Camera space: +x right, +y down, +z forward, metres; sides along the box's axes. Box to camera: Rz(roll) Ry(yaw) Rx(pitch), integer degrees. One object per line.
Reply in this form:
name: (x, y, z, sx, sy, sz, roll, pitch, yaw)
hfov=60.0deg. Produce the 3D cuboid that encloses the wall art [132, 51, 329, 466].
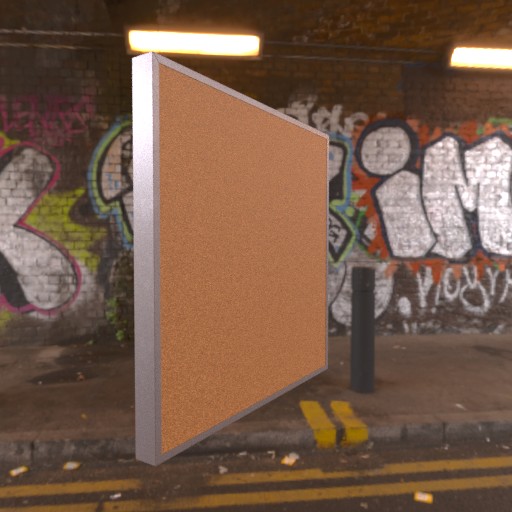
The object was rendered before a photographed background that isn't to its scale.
wall art: (0.000, 0.000, 0.524, 0.028, 0.349, 0.349, 1, 2, 34)
